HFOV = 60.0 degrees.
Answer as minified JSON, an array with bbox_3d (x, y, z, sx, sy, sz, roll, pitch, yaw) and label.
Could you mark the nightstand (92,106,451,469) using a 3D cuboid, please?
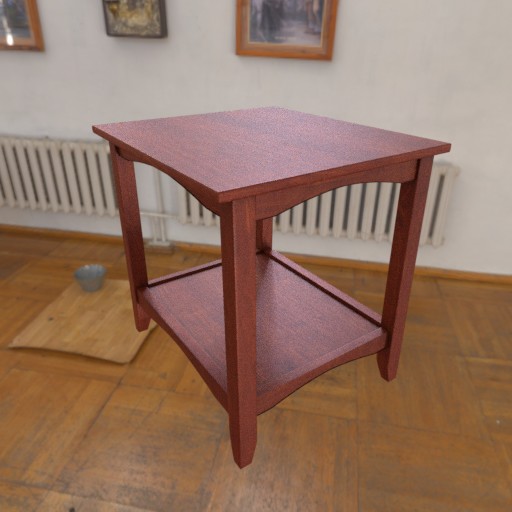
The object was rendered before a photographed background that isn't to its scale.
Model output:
[{"bbox_3d":[0.000,0.000,1.027,0.501,0.558,0.558,-17,31,-30],"label":"nightstand"}]
